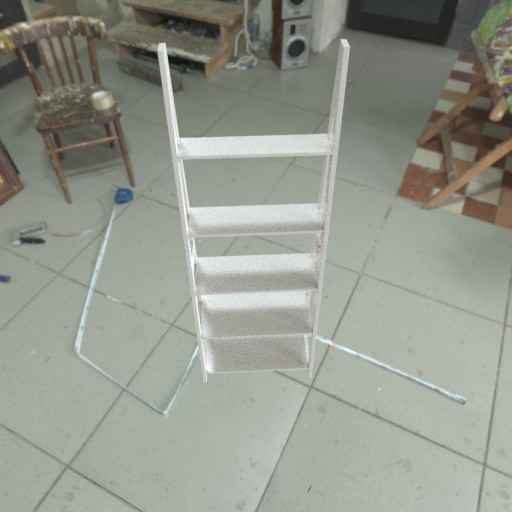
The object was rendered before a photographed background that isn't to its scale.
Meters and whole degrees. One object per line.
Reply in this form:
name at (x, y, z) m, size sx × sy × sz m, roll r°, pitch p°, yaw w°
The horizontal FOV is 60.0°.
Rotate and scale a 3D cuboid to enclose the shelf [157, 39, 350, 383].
shelf at (0.000, 0.000, 2.037) m, size 0.636 × 1.779 × 0.341 m, roll -2°, pitch 48°, yaw -2°
